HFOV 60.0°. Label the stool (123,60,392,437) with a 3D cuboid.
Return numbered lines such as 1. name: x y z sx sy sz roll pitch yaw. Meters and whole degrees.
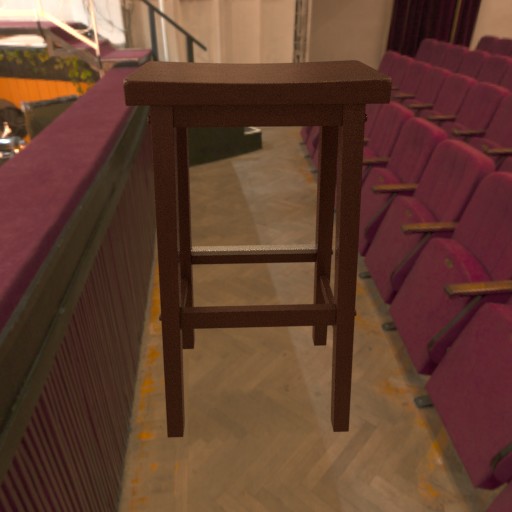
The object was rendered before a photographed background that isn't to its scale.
1. stool: 0.000 0.000 0.945 0.406 0.742 0.322 -1 30 -2
